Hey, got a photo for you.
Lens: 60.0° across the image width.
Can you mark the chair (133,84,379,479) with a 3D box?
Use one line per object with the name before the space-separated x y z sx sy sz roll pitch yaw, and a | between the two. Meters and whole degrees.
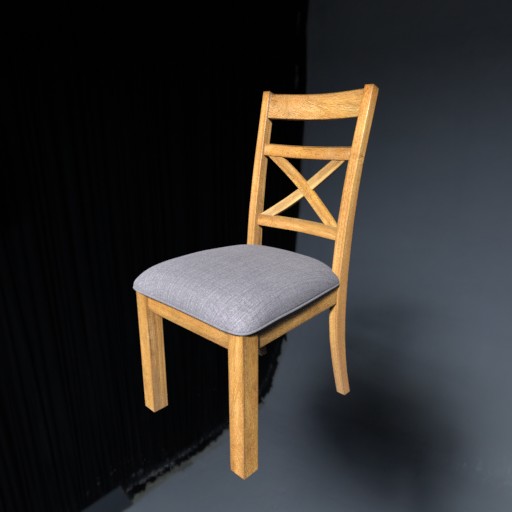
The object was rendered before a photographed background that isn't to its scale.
chair | 0.000 0.000 1.297 0.470 0.949 0.581 15 22 42
